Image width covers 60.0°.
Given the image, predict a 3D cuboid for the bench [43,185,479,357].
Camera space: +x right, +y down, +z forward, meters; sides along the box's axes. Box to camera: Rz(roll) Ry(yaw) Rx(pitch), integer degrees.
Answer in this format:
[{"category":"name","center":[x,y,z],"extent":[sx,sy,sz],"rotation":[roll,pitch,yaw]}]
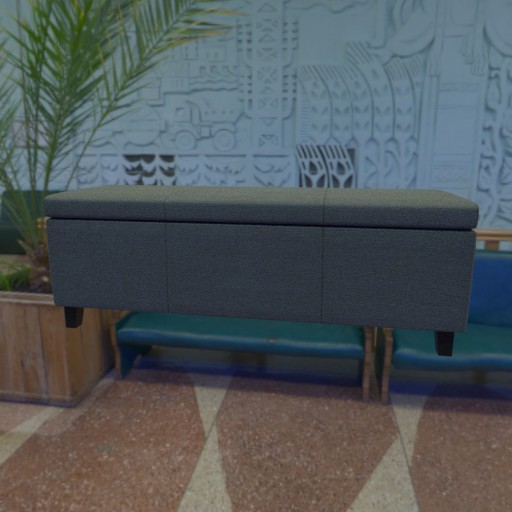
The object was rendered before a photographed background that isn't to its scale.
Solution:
[{"category":"bench","center":[0.000,0.000,1.489],"extent":[1.269,0.438,0.446],"rotation":[2,13,10]}]
